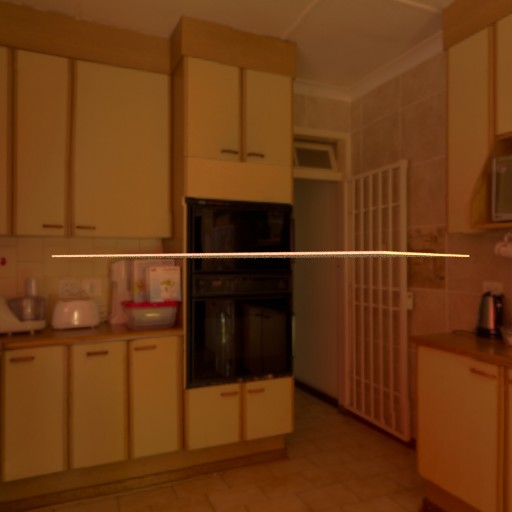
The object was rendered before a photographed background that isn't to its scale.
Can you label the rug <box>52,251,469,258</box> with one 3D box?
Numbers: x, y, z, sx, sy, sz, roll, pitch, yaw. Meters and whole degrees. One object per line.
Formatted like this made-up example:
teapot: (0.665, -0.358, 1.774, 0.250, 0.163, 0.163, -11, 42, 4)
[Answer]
rug: (0.000, 0.000, 2.331, 1.828, 0.007, 1.220, 0, -1, 36)
